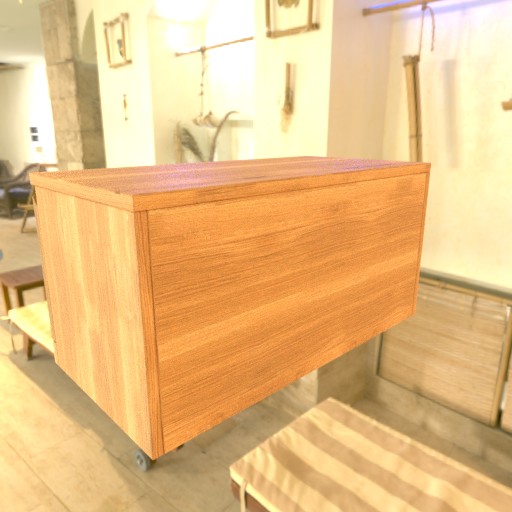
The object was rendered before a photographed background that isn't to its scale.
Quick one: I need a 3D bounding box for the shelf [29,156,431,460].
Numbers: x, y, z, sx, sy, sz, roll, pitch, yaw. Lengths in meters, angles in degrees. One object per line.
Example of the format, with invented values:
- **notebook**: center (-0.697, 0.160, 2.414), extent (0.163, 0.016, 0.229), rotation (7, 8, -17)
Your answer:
- **shelf**: center (0.000, 0.000, 1.013), extent (0.800, 0.400, 0.400), rotation (-15, 22, -41)
